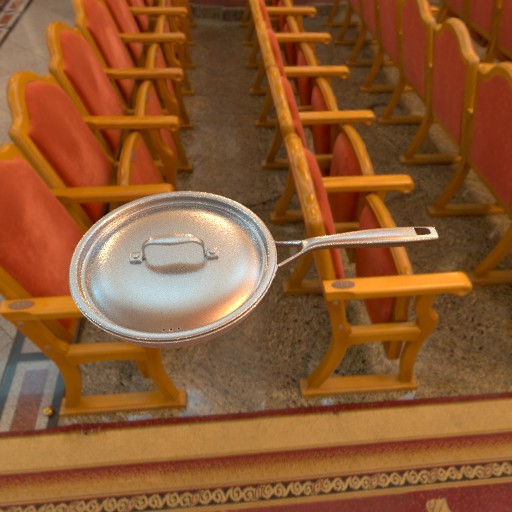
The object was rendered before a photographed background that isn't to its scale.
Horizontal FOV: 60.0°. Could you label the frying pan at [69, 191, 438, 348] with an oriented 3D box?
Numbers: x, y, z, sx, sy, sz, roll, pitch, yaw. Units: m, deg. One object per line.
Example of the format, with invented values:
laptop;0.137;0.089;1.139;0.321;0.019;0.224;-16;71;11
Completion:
frying pan;0.000;0.000;0.605;0.490;0.086;0.272;-3;46;-3
